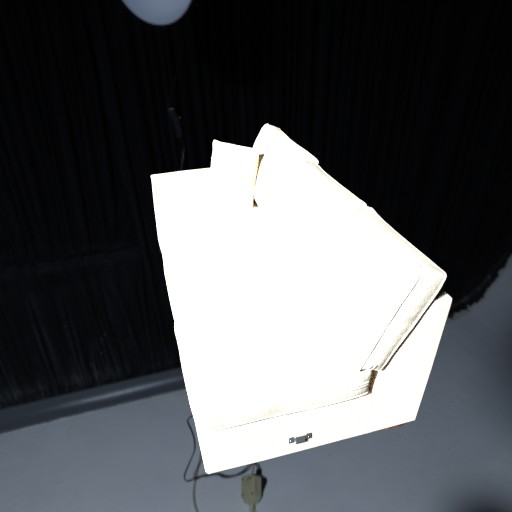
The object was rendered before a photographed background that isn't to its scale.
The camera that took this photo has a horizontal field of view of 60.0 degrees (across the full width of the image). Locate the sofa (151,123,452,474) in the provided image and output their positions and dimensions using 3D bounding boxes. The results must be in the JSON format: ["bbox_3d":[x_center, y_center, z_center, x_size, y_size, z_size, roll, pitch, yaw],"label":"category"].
[{"bbox_3d":[0.000,0.000,2.507,1.034,0.946,1.962,-9,33,-13],"label":"sofa"}]
